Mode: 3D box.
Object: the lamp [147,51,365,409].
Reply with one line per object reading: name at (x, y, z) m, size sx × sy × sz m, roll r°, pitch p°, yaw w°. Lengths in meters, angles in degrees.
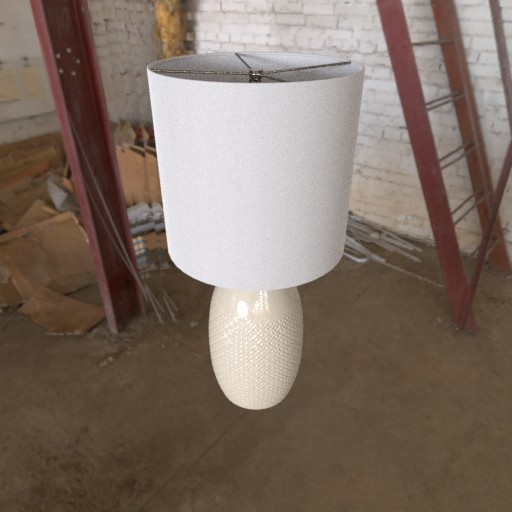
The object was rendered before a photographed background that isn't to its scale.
lamp at (0.000, 0.000, 0.565) m, size 0.217 × 0.453 × 0.217 m, roll -8°, pitch 32°, yaw -13°
